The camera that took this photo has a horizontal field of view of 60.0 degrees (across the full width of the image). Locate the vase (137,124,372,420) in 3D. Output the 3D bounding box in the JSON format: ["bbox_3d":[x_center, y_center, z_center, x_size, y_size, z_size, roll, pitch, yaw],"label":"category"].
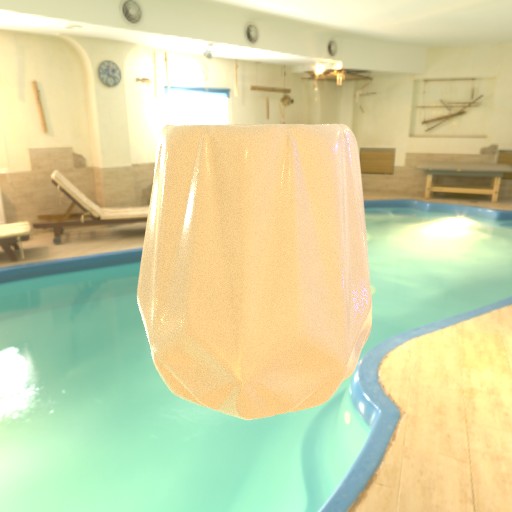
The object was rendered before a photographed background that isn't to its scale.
[{"bbox_3d":[0.000,0.000,0.265,0.141,0.152,0.141,0,17,0],"label":"vase"}]
